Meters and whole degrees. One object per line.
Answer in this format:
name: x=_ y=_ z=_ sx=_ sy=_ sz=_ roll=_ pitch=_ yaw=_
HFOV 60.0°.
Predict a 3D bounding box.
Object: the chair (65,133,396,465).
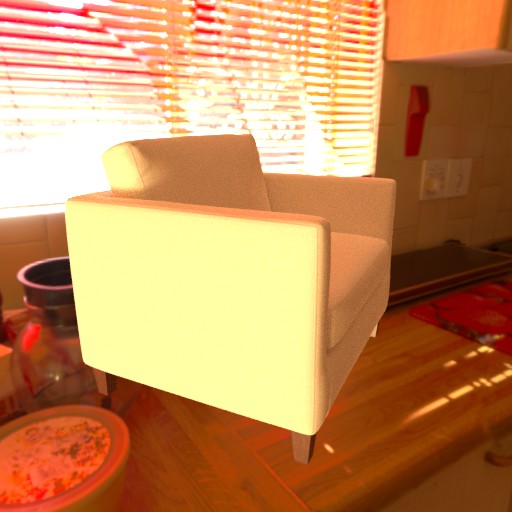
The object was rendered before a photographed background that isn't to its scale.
chair: x=0.000 y=0.000 z=1.680 sx=0.878 sy=0.885 sz=1.019 roll=8 pitch=18 yaw=25
